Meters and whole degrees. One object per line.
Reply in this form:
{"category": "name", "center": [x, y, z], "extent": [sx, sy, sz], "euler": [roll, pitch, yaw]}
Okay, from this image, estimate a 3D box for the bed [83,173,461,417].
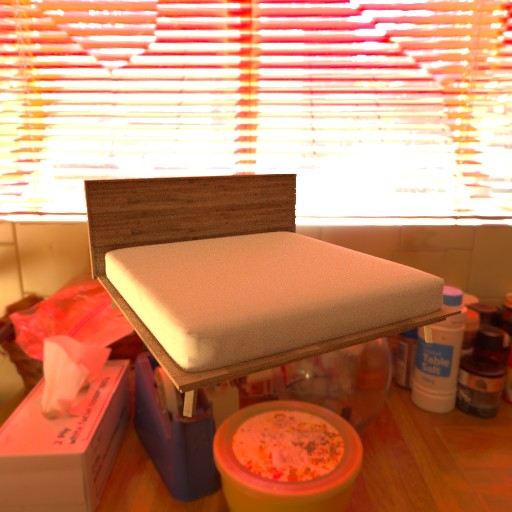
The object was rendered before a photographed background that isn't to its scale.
{"category": "bed", "center": [0.000, 0.000, 3.435], "extent": [2.116, 1.100, 2.167], "euler": [-8, 16, -28]}
